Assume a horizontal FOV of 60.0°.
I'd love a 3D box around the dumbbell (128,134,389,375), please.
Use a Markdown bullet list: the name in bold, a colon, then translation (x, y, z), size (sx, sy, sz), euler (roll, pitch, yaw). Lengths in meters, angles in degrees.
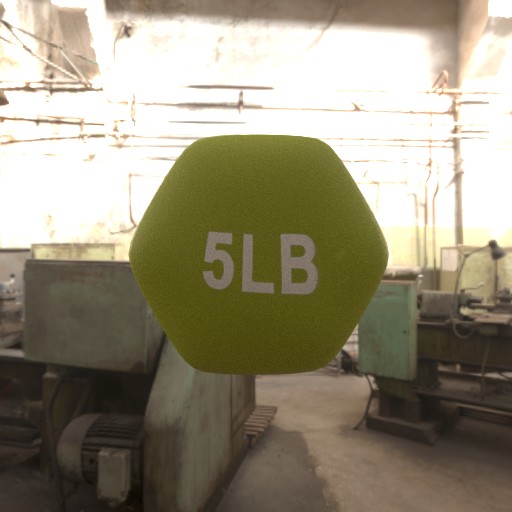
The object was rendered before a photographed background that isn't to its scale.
- **dumbbell**: translation (0.000, 0.000, 0.202), size (0.080, 0.072, 0.164), euler (0, 0, 0)
